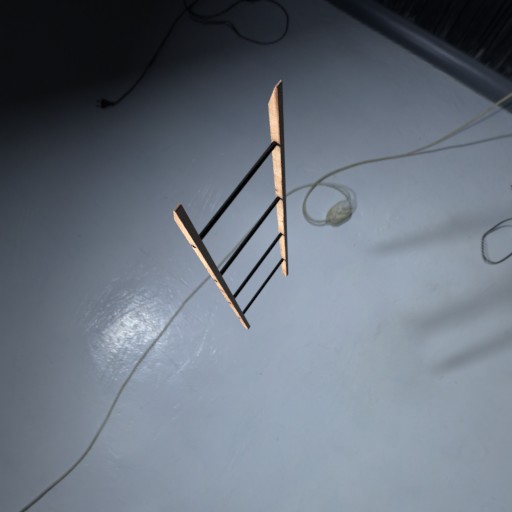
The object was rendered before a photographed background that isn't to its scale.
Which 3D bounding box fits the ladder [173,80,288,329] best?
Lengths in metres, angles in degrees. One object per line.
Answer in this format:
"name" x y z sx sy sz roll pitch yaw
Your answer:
"ladder" 0.000 0.000 1.942 0.200 1.805 0.442 35 78 9
